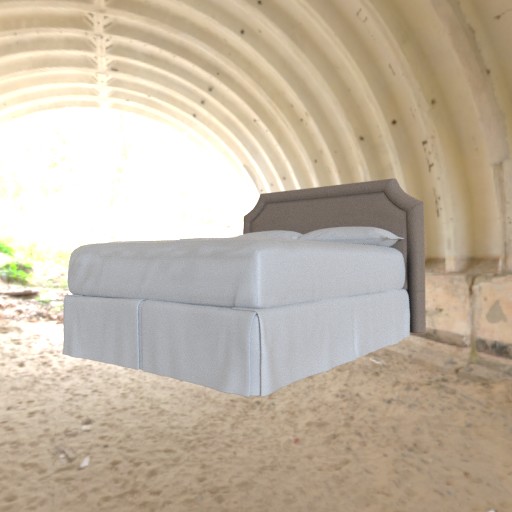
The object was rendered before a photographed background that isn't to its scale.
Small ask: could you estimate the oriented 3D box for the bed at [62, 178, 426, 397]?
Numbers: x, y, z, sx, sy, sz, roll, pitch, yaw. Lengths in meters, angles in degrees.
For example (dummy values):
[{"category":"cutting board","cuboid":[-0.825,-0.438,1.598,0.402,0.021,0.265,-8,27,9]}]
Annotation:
[{"category":"bed","cuboid":[0.000,0.000,3.272,1.828,1.303,2.164,-1,-1,37]}]
